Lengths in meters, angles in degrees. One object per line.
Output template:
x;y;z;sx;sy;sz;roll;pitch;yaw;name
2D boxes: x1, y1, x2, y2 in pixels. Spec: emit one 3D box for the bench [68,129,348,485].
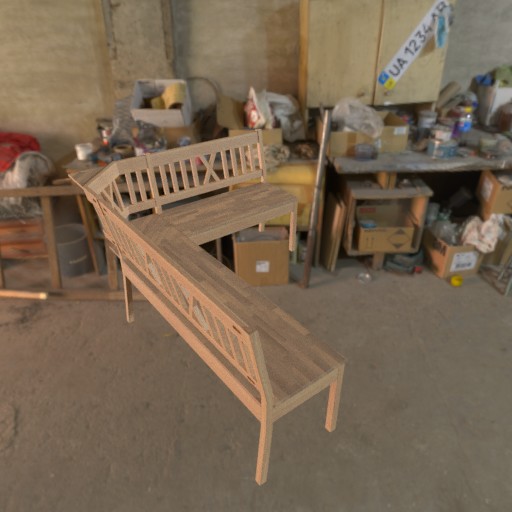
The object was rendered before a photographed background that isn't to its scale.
0.000;0.000;2.747;1.537;0.902;1.937;-22;37;-31;bench
